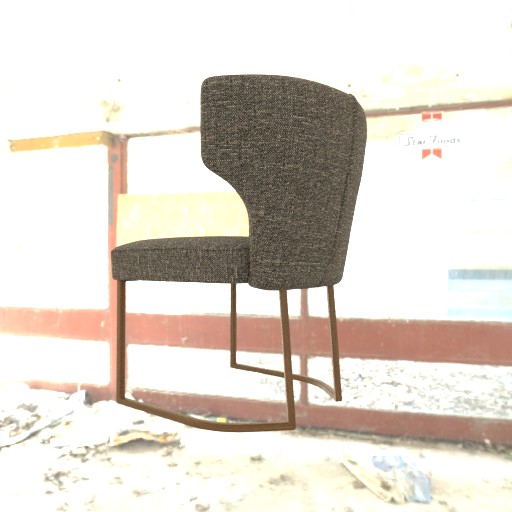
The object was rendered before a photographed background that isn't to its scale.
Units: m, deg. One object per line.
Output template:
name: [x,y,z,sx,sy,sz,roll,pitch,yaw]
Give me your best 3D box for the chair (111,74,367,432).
chair: [0.000,0.000,1.273,0.617,0.824,0.611,0,0,36]
